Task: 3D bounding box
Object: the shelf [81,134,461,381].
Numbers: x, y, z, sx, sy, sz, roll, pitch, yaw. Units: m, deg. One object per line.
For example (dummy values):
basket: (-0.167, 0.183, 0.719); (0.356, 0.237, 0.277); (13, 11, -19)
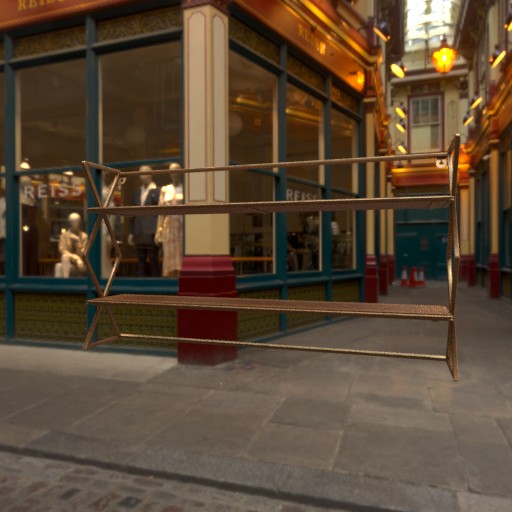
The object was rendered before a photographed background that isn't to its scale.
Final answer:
shelf: (0.000, 0.000, 0.999); (0.822, 0.450, 0.150); (0, 1, 18)
